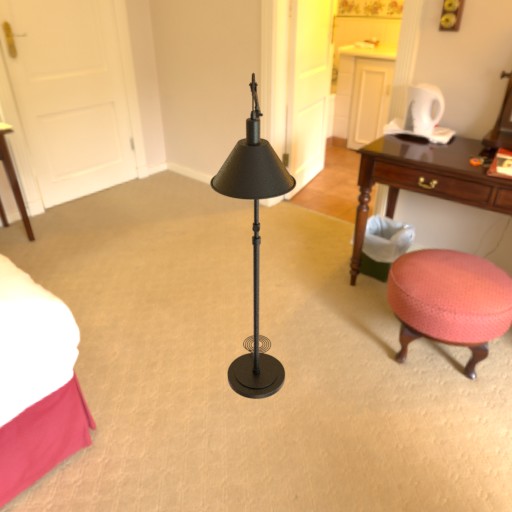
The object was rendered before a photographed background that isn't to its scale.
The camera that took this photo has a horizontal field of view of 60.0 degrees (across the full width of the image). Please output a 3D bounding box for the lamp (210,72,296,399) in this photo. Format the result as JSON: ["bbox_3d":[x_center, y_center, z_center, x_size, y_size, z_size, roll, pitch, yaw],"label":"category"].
[{"bbox_3d":[0.000,0.000,2.003,0.319,1.626,0.904,1,31,1],"label":"lamp"}]
